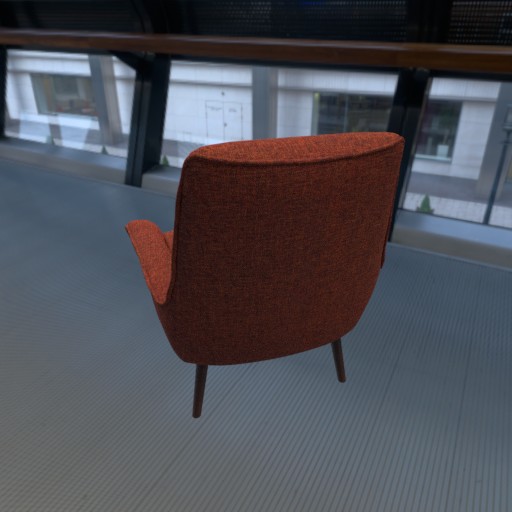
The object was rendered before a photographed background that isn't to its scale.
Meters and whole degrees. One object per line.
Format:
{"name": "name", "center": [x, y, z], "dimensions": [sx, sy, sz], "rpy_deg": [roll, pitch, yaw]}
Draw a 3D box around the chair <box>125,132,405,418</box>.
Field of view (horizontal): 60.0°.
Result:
{"name": "chair", "center": [0.000, 0.000, 1.472], "dimensions": [0.803, 0.911, 0.784], "rpy_deg": [-8, 28, -16]}
